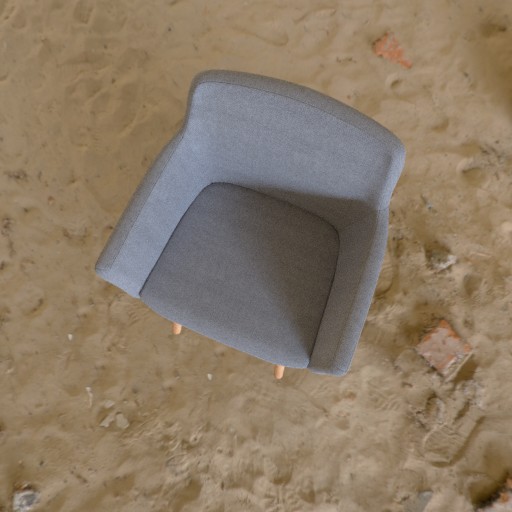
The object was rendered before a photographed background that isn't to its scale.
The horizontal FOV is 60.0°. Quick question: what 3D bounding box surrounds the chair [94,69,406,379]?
[{"bbox_3d":[0.000,0.000,1.187,0.570,0.780,0.540,22,76,6],"label":"chair"}]
